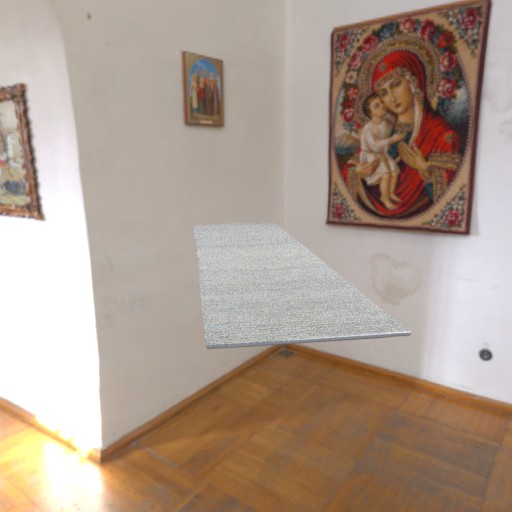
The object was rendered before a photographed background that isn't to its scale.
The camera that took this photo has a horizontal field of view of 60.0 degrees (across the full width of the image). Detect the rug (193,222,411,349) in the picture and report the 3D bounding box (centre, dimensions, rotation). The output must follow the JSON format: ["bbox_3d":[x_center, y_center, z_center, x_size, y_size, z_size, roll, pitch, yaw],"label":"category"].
[{"bbox_3d":[0.000,0.000,2.526,0.675,0.037,2.341,-2,13,-9],"label":"rug"}]
